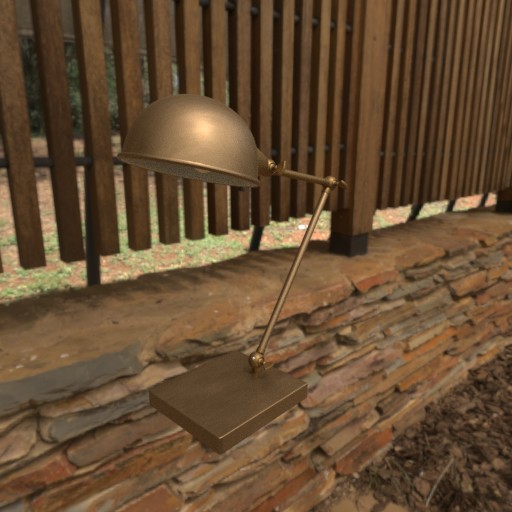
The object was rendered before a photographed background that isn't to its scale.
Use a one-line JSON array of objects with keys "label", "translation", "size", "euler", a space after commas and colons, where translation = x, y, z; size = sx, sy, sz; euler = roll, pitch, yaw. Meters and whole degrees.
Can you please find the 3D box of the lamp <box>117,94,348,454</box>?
[{"label": "lamp", "translation": [0.000, 0.000, 0.558], "size": [0.149, 0.371, 0.339], "euler": [14, 20, 42]}]
